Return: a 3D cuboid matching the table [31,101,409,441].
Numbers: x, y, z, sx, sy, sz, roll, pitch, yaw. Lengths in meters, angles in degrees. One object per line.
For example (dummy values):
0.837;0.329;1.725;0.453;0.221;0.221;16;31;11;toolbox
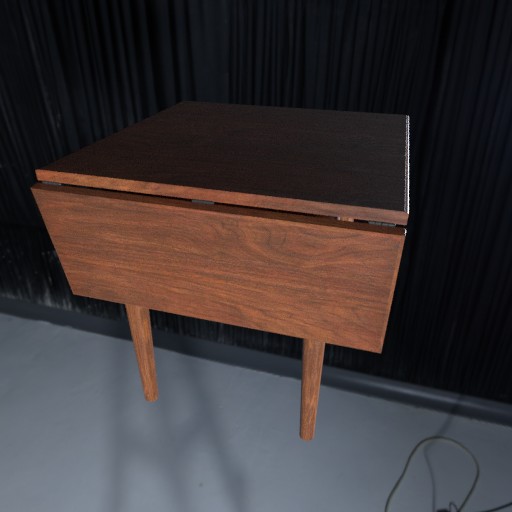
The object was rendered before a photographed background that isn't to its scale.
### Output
0.000;0.000;1.421;0.812;0.763;0.843;9;32;14;table
